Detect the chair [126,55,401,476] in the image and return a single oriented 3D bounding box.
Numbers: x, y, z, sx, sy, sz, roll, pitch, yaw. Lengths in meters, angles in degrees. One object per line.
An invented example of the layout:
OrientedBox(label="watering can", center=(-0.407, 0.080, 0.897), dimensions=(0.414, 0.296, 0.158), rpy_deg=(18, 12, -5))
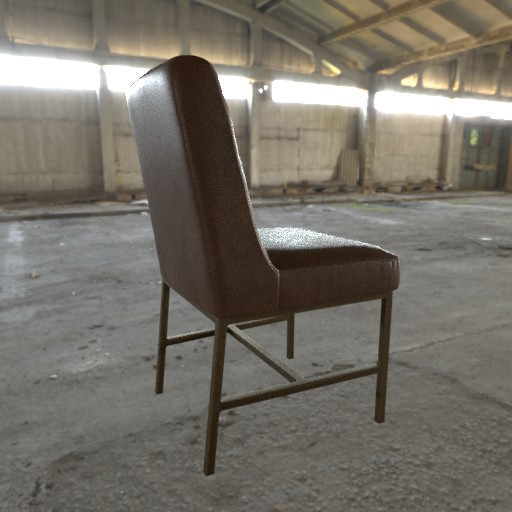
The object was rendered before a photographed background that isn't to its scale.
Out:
OrientedBox(label="chair", center=(0.000, 0.000, 1.203), dimensions=(0.587, 0.889, 0.508), rpy_deg=(-6, 13, -27))
